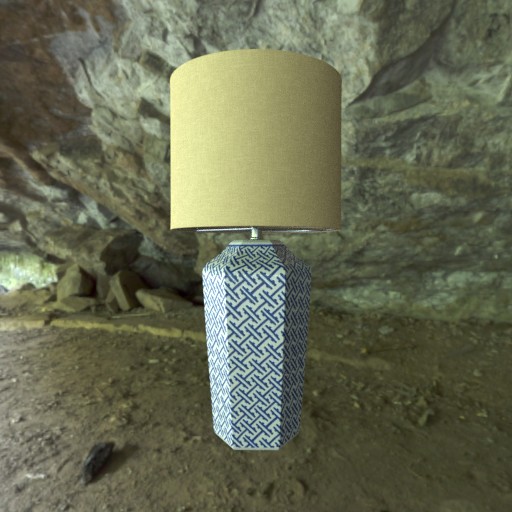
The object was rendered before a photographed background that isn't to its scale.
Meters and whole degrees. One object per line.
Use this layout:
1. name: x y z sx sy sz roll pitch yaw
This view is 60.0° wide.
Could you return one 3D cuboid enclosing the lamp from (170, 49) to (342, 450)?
1. lamp: 0.000 0.000 0.845 0.320 0.682 0.320 1 1 36
